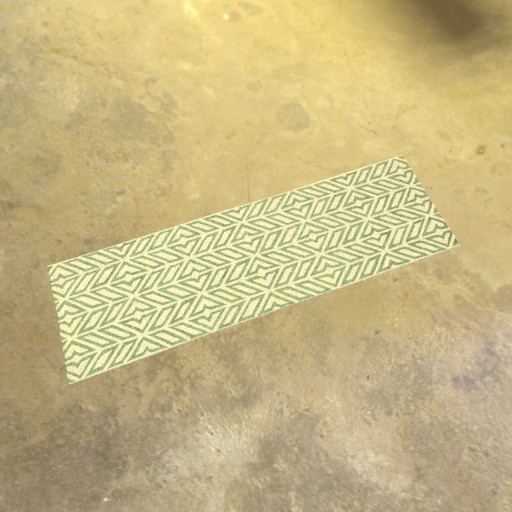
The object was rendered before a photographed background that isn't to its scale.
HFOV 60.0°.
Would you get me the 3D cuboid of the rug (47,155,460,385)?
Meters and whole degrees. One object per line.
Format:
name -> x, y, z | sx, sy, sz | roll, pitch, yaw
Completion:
rug -> 0.000, 0.000, 2.726 | 2.435, 0.009, 0.750 | -18, 66, -9
